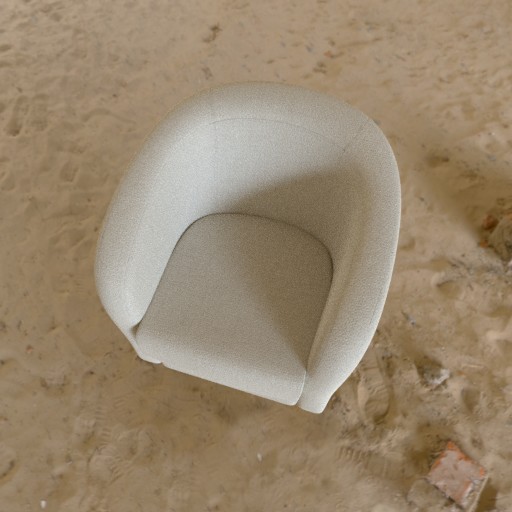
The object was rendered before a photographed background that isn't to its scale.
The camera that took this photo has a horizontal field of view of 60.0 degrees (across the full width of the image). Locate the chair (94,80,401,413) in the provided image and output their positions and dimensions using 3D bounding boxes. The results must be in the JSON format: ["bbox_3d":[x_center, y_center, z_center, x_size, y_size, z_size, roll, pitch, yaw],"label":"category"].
[{"bbox_3d":[0.000,0.000,1.465,0.791,0.771,0.815,15,60,9],"label":"chair"}]
